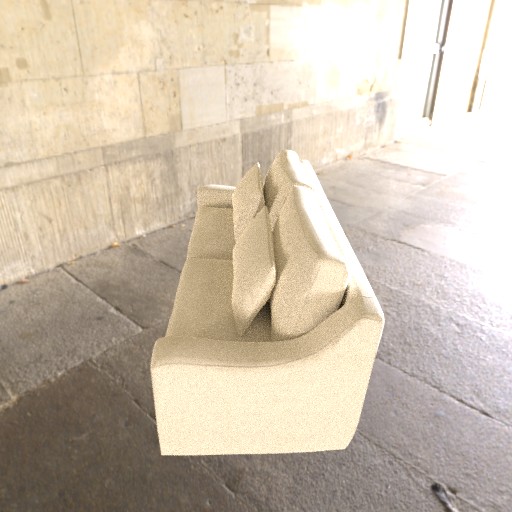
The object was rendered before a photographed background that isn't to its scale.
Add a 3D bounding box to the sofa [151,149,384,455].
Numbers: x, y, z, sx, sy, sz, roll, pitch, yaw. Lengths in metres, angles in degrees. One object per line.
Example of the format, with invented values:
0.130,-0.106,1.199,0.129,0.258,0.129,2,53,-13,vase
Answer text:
0.000,0.000,3.035,1.009,1.022,2.470,-1,27,-1,sofa
